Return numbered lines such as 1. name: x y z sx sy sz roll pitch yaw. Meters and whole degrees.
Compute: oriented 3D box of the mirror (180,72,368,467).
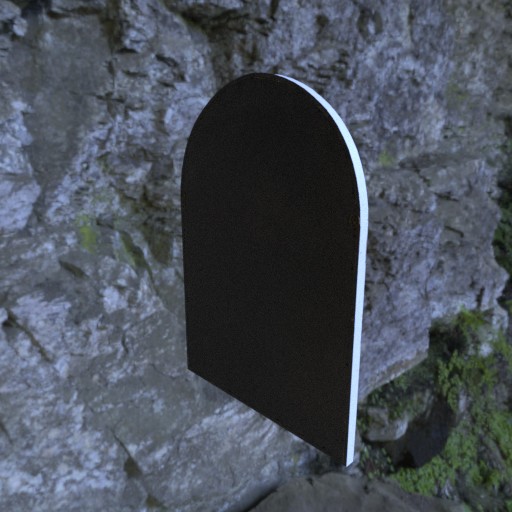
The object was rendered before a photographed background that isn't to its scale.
1. mirror: 0.000 0.000 1.195 0.032 0.920 0.660 -13 19 -42
